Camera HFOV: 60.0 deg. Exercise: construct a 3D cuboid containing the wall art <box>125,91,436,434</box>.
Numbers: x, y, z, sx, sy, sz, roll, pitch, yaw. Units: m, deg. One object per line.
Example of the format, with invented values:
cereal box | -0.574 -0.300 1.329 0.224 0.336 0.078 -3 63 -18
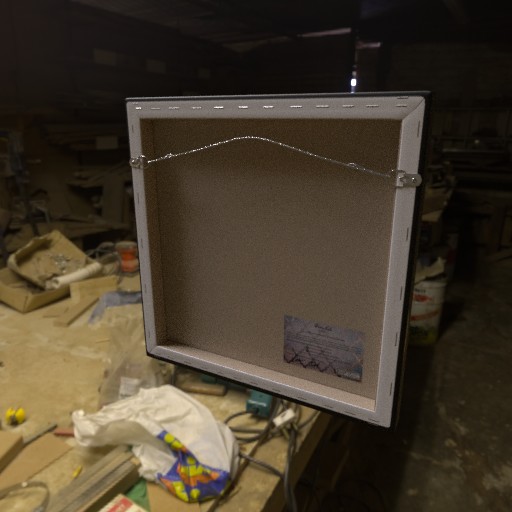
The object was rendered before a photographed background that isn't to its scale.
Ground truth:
wall art | 0.000 0.000 0.896 0.610 0.611 0.043 9 20 27
